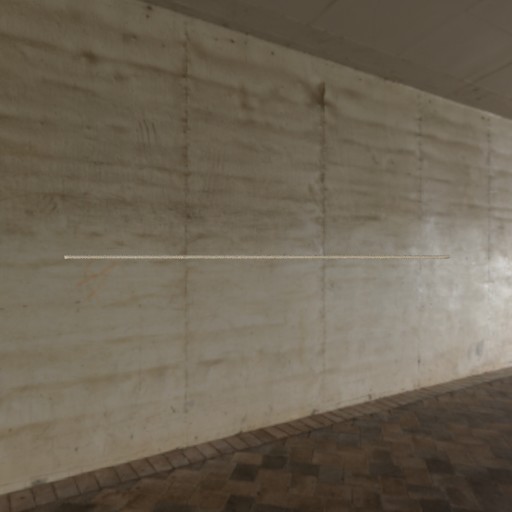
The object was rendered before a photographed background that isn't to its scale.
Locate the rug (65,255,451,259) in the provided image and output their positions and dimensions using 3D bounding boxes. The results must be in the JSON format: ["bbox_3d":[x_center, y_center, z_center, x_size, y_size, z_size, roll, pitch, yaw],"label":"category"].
[{"bbox_3d":[0.000,0.000,2.867,1.532,0.017,2.244,0,0,0],"label":"rug"}]
